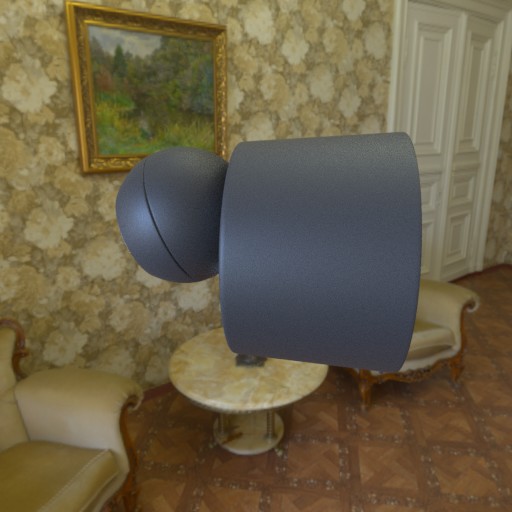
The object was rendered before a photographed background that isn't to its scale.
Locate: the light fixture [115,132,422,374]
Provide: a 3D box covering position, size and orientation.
[{"bbox_3d":[0.000,0.000,0.266,0.160,0.143,0.134,2,15,7],"label":"light fixture"}]
